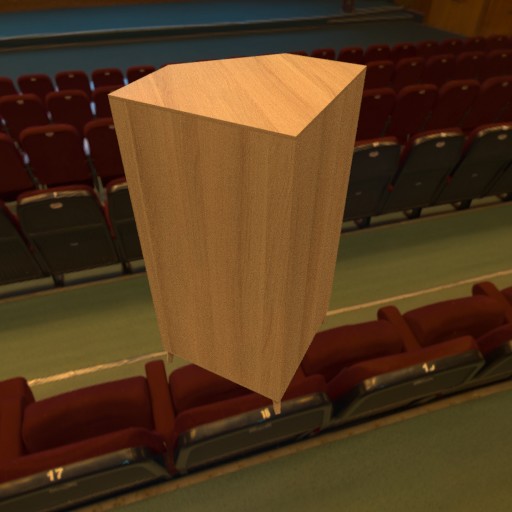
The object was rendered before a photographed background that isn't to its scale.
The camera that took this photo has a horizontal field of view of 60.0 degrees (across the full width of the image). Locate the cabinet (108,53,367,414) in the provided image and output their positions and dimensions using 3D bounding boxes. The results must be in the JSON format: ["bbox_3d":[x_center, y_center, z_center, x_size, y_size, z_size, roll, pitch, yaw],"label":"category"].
[{"bbox_3d":[0.000,0.000,2.625,1.272,1.957,0.969,-12,42,-13],"label":"cabinet"}]
